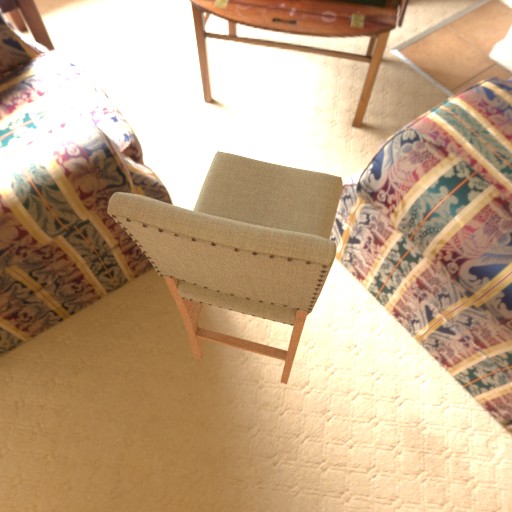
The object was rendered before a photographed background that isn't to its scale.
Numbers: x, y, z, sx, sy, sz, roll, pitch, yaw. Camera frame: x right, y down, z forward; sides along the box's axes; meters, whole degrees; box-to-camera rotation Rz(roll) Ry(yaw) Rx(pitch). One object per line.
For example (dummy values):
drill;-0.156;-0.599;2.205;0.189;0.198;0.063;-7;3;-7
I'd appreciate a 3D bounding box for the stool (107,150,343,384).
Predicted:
stool;0.000;0.000;1.455;0.445;1.203;0.585;13;63;7
